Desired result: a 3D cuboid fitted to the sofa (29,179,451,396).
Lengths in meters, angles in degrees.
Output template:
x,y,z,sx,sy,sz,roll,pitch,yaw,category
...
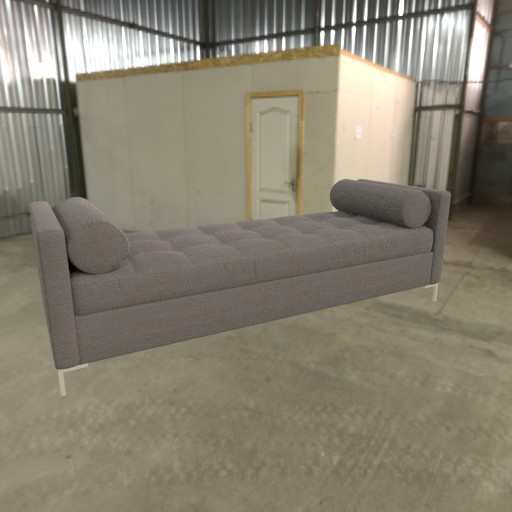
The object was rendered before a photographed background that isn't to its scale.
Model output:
x,y,z,sx,sy,sz,roll,pitch,yaw,category
0.000,0.000,2.255,1.981,0.635,0.686,-9,18,-27,sofa
